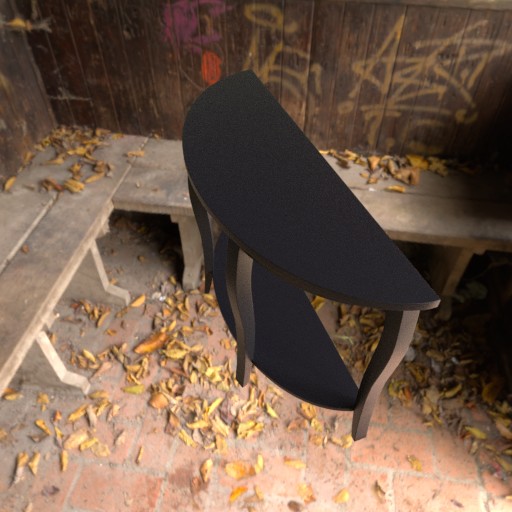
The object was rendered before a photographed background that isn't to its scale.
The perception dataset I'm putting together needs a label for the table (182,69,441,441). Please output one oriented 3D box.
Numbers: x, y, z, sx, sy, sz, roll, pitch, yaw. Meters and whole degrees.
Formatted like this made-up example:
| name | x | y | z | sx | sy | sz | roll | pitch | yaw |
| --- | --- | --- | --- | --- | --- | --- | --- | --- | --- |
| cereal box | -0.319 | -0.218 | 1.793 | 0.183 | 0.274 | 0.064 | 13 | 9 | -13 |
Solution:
| name | x | y | z | sx | sy | sz | roll | pitch | yaw |
| --- | --- | --- | --- | --- | --- | --- | --- | --- | --- |
| table | 0.000 | 0.000 | 1.565 | 0.394 | 0.780 | 1.219 | -14 | 47 | -13 |
